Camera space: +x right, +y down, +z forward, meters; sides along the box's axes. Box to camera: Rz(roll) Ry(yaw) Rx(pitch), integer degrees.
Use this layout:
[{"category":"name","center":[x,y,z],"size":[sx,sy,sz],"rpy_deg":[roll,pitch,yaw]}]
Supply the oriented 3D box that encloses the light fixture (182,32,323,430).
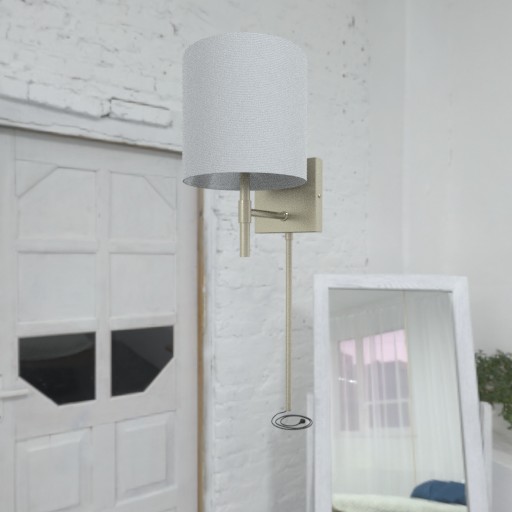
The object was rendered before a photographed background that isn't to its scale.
[{"category":"light fixture","center":[0.000,0.000,0.704],"size":[0.188,0.589,0.248],"rpy_deg":[1,1,35]}]
